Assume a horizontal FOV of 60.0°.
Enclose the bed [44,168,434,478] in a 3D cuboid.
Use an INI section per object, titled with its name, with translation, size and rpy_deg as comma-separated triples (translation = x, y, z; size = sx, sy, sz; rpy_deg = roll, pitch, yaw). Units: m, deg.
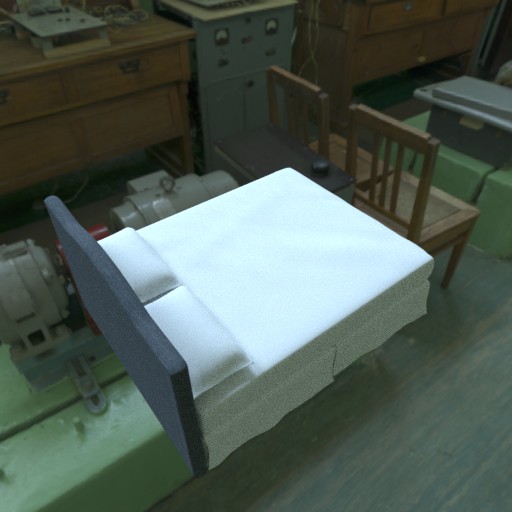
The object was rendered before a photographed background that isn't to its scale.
[bed]
translation = 0.000, 0.000, 3.937
size = 2.689, 1.457, 2.161
rpy_deg = -27, 49, -27
